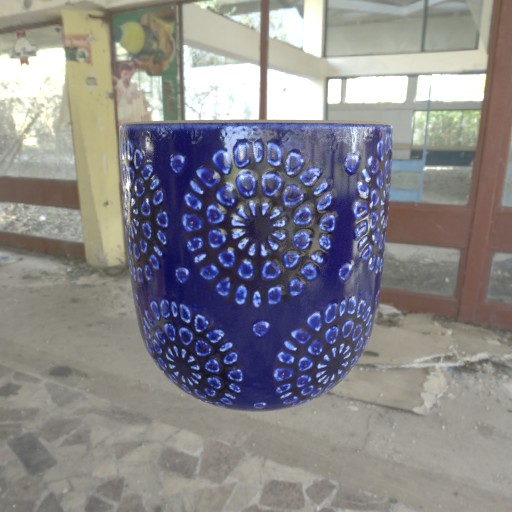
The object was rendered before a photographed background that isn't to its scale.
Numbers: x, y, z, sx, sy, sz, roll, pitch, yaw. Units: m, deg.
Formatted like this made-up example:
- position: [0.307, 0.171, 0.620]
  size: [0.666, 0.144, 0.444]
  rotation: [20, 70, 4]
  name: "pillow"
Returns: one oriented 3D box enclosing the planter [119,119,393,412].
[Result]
- position: [0.000, 0.000, 0.196]
  size: [0.109, 0.112, 0.109]
  rotation: [0, 15, 0]
  name: "planter"
